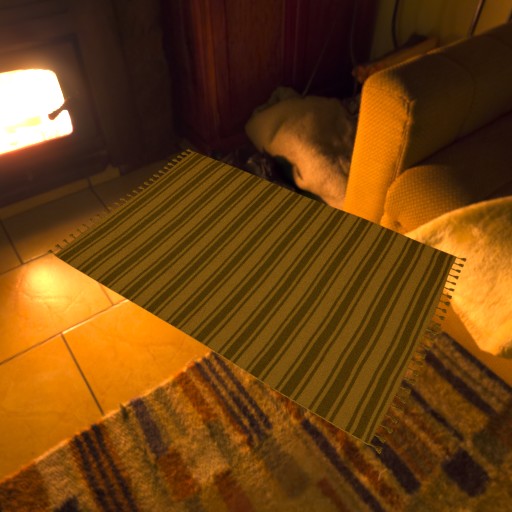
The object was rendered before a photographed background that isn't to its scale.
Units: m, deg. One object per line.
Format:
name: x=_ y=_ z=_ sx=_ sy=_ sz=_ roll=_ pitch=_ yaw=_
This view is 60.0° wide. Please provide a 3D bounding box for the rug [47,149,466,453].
rug: x=0.000 y=0.000 z=2.298 sx=1.875 sy=0.013 sz=1.162 roll=26 pitch=52 yaw=22
